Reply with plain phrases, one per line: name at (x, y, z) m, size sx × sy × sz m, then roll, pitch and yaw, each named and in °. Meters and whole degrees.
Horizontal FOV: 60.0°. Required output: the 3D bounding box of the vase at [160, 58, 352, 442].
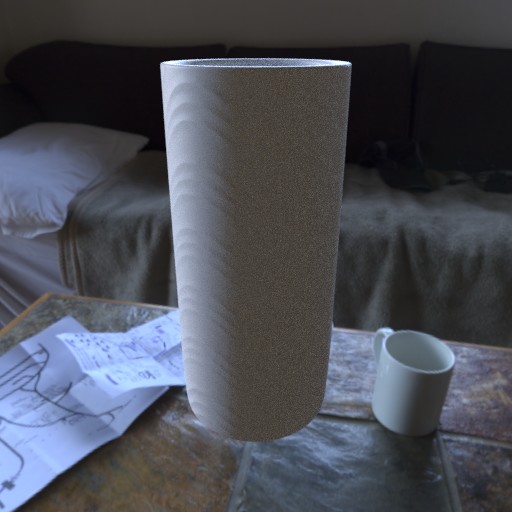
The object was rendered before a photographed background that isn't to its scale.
vase at (0.000, 0.000, 0.393) m, size 0.143 × 0.316 × 0.143 m, roll 0°, pitch 26°, yaw 0°
